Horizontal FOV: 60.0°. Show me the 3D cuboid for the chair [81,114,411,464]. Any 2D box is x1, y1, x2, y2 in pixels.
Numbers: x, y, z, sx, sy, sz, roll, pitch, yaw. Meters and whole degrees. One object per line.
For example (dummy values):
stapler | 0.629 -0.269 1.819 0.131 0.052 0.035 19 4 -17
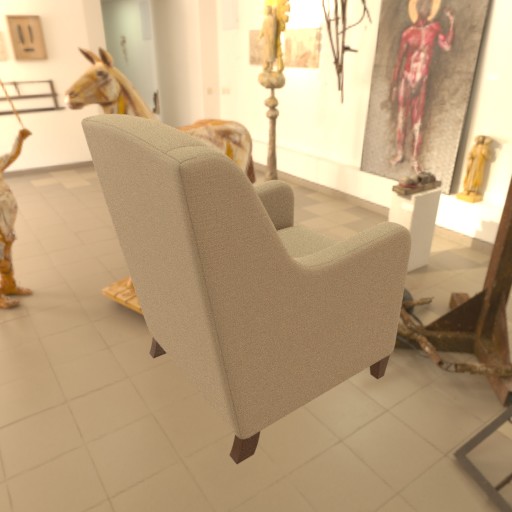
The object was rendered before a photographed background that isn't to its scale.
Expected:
chair | 0.000 0.000 1.597 0.896 1.017 0.715 -17 30 -32
